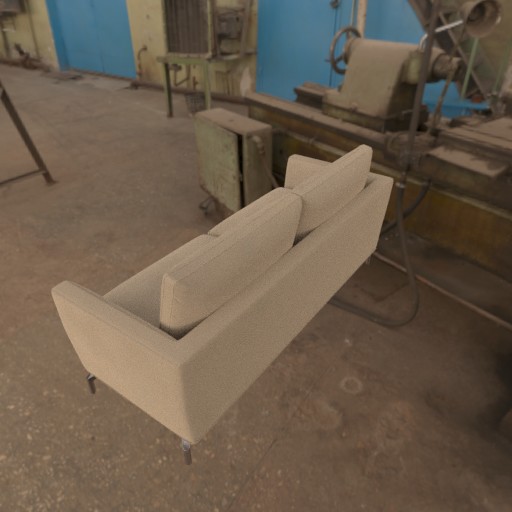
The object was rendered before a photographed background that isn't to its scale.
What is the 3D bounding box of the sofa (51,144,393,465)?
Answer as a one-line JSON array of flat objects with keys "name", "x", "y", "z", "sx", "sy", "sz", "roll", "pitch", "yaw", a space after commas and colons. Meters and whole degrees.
[{"name": "sofa", "x": 0.000, "y": 0.000, "z": 2.769, "sx": 0.868, "sy": 1.005, "sz": 2.214, "roll": 21, "pitch": 39, "yaw": 29}]
